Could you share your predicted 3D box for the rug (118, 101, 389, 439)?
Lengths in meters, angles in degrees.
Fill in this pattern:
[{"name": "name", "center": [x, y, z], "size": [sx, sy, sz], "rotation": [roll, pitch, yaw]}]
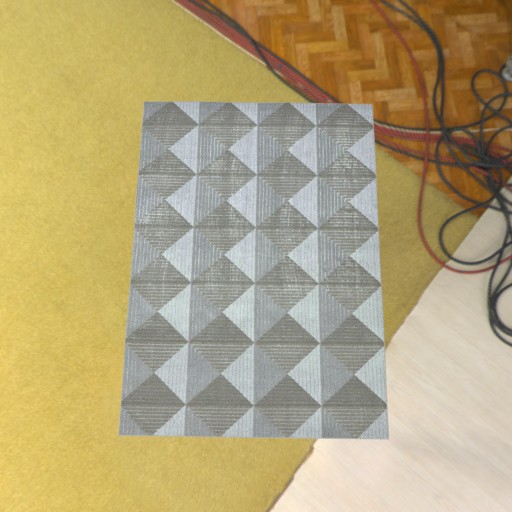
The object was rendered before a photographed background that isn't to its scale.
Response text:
[{"name": "rug", "center": [0.000, 0.000, 4.330], "size": [2.428, 0.027, 3.333], "rotation": [1, 77, 0]}]
